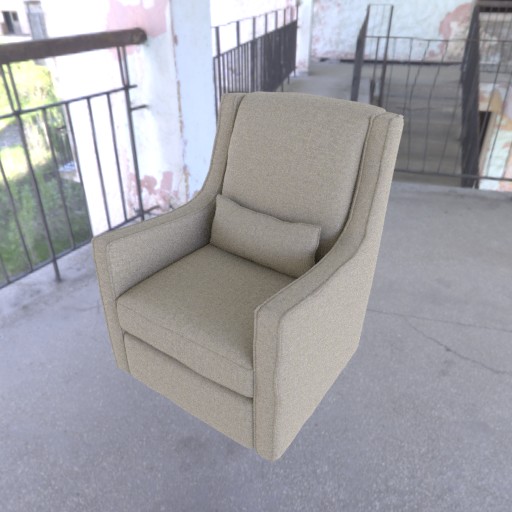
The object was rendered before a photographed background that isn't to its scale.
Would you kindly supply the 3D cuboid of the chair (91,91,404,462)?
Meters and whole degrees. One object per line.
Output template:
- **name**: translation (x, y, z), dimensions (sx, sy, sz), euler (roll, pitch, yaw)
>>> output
- **chair**: translation (0.000, 0.000, 1.594), dimensions (0.732, 0.993, 0.879), euler (20, 36, 29)
